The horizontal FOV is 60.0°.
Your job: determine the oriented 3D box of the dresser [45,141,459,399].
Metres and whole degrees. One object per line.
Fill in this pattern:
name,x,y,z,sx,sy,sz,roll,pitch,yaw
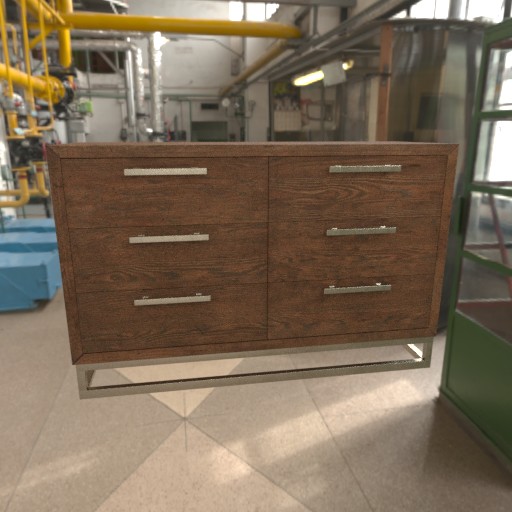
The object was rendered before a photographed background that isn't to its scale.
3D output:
dresser,0.000,0.000,2.148,1.646,1.061,0.623,-3,16,-9
